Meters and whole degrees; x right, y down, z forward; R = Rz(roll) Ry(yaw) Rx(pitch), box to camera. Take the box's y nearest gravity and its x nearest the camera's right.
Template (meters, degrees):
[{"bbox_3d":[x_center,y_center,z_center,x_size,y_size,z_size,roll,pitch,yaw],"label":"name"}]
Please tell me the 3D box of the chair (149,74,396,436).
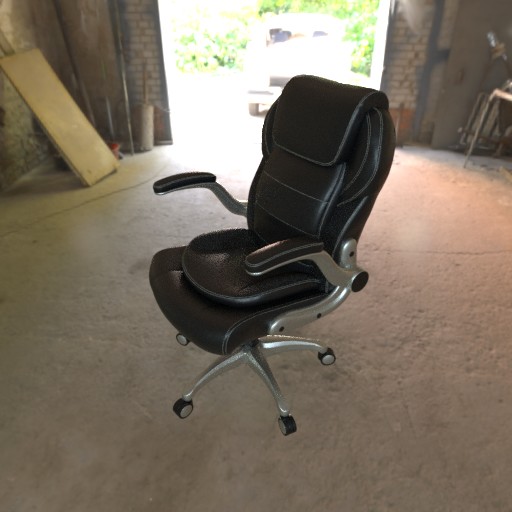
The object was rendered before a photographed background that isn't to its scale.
[{"bbox_3d":[0.000,0.000,1.620,0.801,1.141,0.724,-19,36,-28],"label":"chair"}]
